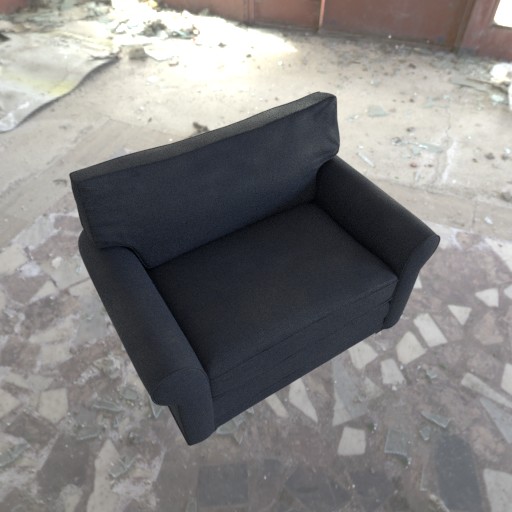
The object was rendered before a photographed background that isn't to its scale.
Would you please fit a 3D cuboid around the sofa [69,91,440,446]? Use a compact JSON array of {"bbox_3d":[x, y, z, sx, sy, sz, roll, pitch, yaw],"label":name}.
[{"bbox_3d":[0.000,0.000,2.075,1.405,1.004,0.938,-25,52,-21],"label":"sofa"}]
